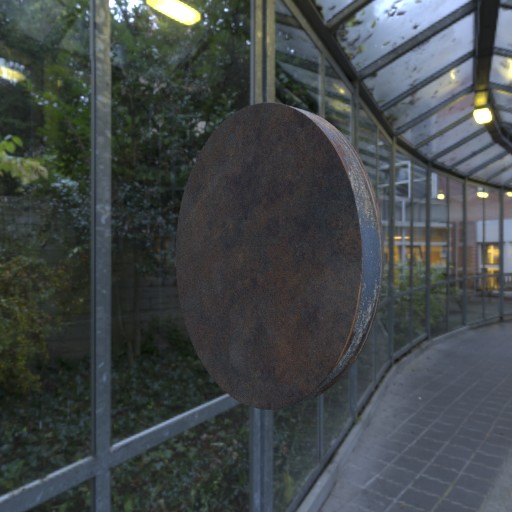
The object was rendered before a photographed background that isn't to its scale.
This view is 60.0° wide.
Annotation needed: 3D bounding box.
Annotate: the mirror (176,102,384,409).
[{"bbox_3d":[0.000,0.000,0.893,0.061,0.585,0.585,0,0,-37],"label":"mirror"}]
